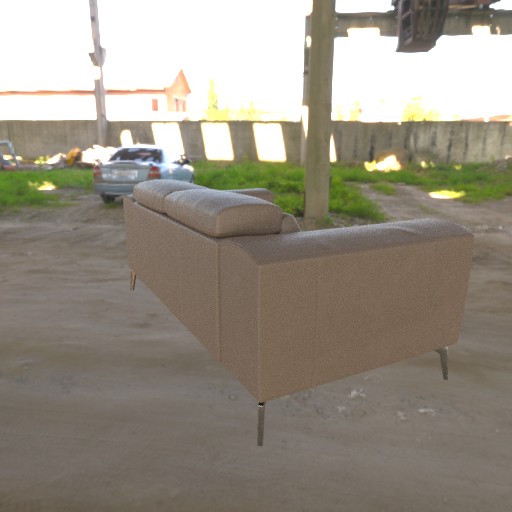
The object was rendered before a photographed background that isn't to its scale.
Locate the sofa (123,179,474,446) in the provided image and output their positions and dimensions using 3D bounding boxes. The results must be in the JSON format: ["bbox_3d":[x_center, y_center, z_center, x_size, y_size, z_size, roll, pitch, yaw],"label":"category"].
[{"bbox_3d":[0.000,0.000,2.380,1.003,0.779,1.895,-7,16,-27],"label":"sofa"}]
